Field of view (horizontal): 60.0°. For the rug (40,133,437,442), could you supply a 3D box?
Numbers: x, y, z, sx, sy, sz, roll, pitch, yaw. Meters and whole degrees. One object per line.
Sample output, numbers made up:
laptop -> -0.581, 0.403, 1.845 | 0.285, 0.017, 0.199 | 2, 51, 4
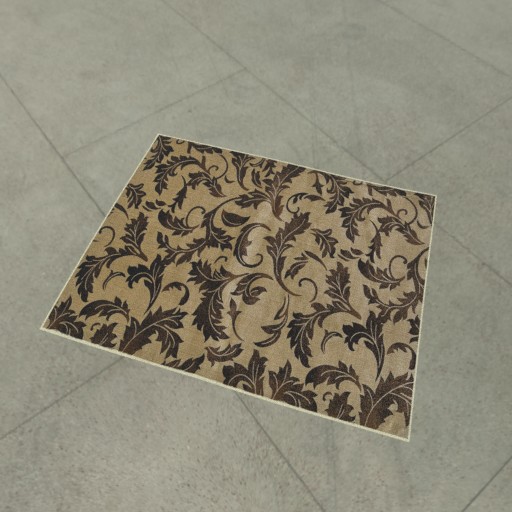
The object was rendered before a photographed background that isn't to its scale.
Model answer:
rug -> 0.000, 0.000, 3.961 | 2.977, 0.008, 2.380 | 14, 59, 9
